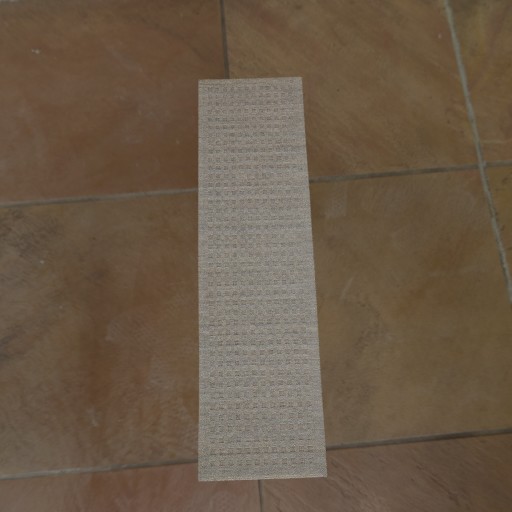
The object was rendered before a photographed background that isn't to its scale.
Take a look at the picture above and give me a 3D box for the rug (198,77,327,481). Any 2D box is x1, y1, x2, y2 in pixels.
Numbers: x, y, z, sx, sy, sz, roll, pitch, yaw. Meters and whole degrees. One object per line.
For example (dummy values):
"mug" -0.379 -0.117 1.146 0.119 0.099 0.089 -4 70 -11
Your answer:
"rug" 0.000 0.000 2.647 0.688 0.005 2.437 -2 76 0
